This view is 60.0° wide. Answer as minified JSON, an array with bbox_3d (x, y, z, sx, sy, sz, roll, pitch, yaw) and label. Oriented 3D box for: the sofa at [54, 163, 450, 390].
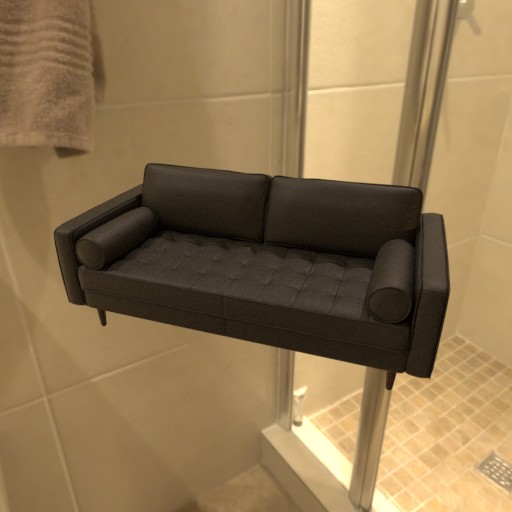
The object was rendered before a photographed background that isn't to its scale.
[{"bbox_3d":[0.000,0.000,2.381,1.879,0.770,0.921,9,27,17],"label":"sofa"}]
